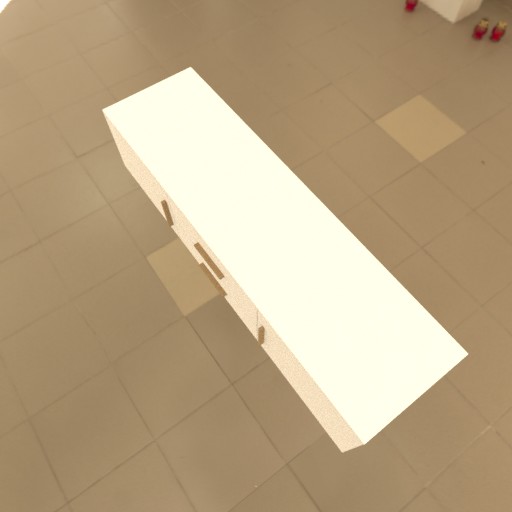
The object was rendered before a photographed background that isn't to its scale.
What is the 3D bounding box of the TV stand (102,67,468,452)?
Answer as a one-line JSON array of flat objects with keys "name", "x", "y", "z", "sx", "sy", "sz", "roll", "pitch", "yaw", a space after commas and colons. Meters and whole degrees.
[{"name": "TV stand", "x": 0.000, "y": 0.000, "z": 1.653, "sx": 0.401, "sy": 0.560, "sz": 1.398, "roll": -33, "pitch": 67, "yaw": -16}]
